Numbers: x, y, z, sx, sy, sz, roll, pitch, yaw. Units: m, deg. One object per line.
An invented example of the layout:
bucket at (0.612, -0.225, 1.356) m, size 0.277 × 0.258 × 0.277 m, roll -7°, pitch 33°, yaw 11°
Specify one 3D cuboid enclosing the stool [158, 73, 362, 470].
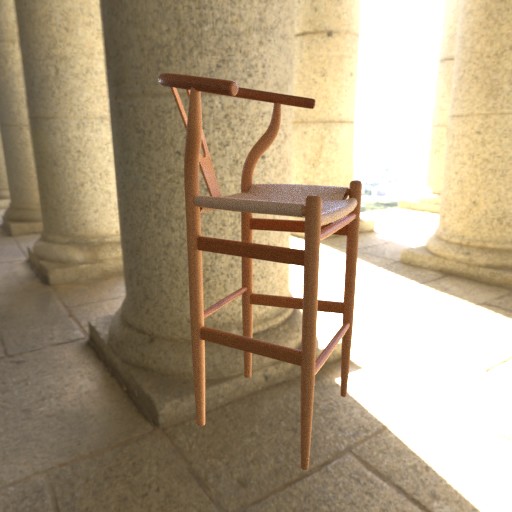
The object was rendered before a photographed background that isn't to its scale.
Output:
stool at (0.000, 0.000, 1.377) m, size 0.561 × 1.068 × 0.574 m, roll 7°, pitch 17°, yaw 25°
